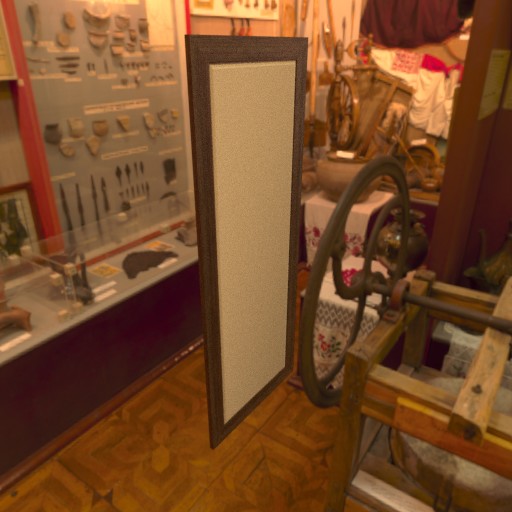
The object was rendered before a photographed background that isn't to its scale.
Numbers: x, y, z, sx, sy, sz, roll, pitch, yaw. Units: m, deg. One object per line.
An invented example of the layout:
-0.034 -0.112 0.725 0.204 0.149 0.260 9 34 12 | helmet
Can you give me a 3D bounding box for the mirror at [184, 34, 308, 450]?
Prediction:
0.000 0.000 2.287 0.025 2.032 0.812 18 31 33 | mirror
